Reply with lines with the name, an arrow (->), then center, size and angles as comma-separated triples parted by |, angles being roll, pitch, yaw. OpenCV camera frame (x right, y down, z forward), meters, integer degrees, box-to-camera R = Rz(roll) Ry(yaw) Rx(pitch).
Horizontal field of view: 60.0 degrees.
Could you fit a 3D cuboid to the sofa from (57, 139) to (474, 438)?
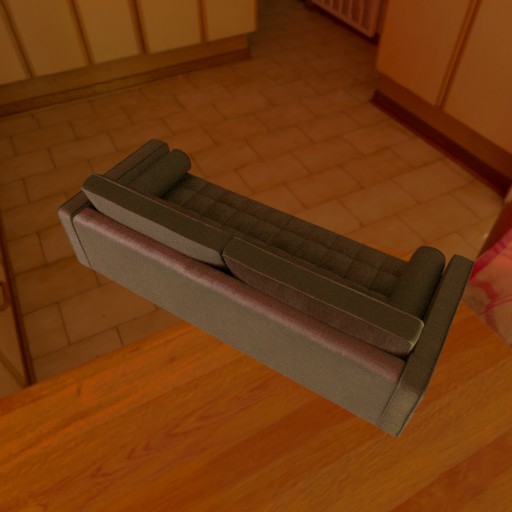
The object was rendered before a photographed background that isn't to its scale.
sofa -> 0.000, 0.000, 2.600 | 2.199, 0.769, 0.918 | 25, 52, 21
